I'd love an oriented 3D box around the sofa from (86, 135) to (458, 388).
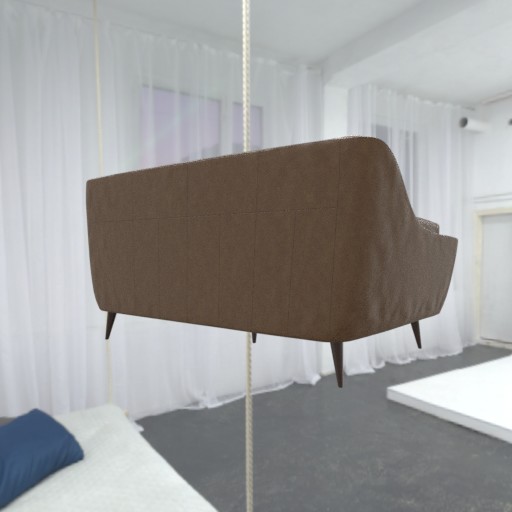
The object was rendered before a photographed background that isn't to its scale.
[{"bbox_3d":[0.000,0.000,2.263,1.731,0.886,0.981,1,1,37],"label":"sofa"}]
